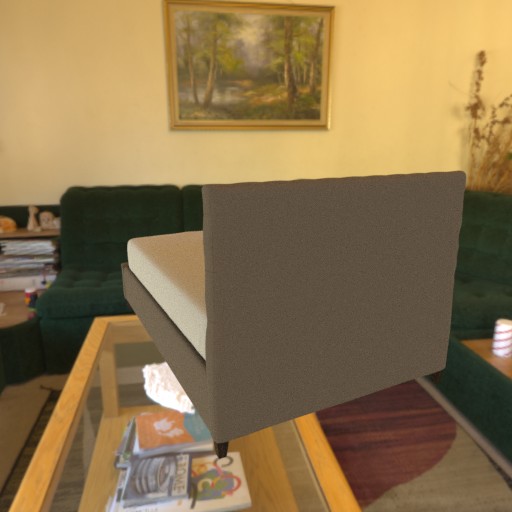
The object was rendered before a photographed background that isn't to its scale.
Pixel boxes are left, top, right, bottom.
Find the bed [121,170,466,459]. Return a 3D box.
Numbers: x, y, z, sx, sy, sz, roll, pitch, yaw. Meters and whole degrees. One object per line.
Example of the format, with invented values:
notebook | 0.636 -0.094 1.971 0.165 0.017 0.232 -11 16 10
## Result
bed | 0.000 0.000 3.488 1.698 1.427 2.387 -8 17 -26
